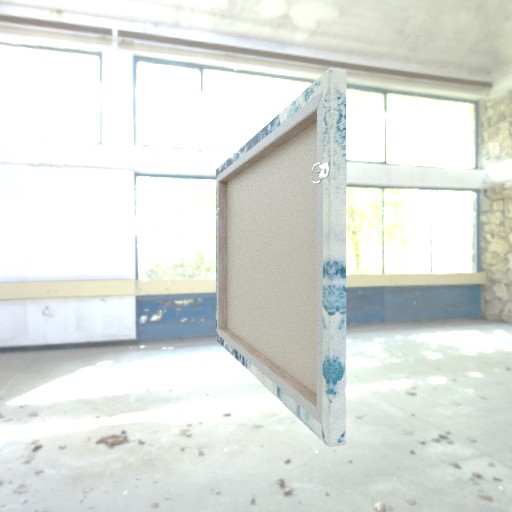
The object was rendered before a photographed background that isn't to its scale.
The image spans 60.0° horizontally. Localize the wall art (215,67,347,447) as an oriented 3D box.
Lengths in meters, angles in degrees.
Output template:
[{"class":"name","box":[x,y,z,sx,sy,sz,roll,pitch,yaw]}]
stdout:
[{"class":"wall art","box":[0.000,0.000,1.915,0.055,1.017,1.524,0,1,-17]}]
